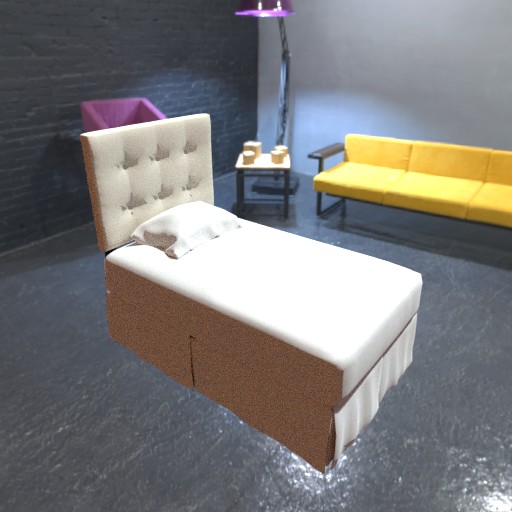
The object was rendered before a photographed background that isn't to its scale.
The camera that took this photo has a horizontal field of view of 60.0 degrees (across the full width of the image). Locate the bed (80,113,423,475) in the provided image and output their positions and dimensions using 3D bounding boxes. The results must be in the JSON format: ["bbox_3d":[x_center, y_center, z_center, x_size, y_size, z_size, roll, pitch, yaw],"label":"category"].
[{"bbox_3d":[0.000,0.000,3.003,1.997,1.571,1.261,19,32,34],"label":"bed"}]
